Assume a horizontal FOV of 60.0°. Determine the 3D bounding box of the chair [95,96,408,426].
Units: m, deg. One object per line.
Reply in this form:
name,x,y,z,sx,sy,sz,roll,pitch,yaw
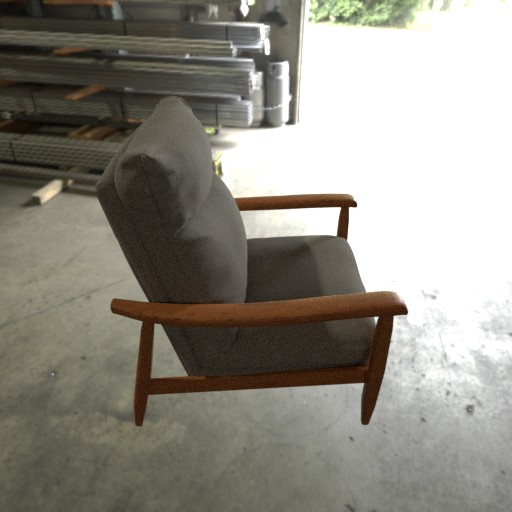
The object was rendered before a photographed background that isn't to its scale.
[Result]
chair,0.000,0.000,1.514,0.816,0.922,0.782,0,32,0
